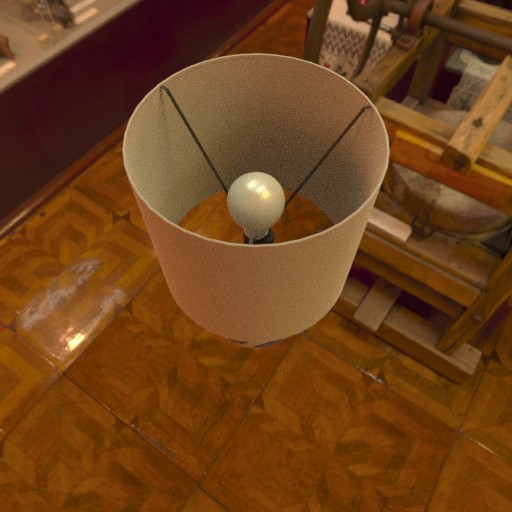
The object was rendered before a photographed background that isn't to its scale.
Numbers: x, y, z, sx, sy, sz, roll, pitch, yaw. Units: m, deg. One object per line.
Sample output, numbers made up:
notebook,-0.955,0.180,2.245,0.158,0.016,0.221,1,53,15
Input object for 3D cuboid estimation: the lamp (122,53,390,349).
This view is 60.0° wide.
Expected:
lamp,0.000,0.000,0.524,0.215,0.381,0.215,33,64,18
